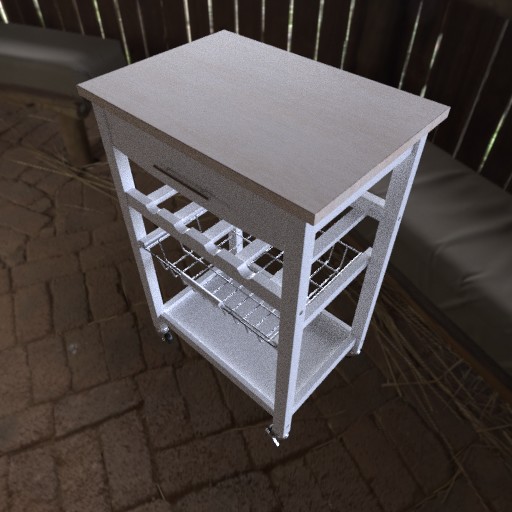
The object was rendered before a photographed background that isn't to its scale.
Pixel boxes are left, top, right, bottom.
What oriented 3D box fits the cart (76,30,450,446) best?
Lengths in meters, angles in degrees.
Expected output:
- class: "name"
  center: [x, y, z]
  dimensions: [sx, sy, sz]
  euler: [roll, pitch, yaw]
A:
- class: "cart"
  center: [0.000, 0.000, 1.135]
  dimensions: [0.578, 0.857, 0.406]
  euler: [33, 54, 28]
